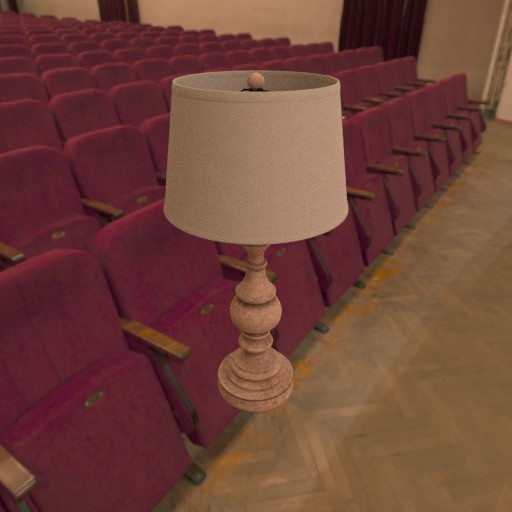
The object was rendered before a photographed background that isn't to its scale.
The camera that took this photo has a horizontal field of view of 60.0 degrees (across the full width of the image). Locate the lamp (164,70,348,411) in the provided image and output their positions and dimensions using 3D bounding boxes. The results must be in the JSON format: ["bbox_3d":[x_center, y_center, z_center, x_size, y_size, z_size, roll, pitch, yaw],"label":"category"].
[{"bbox_3d":[0.000,0.000,0.882,0.340,0.678,0.340,0,28,0],"label":"lamp"}]
